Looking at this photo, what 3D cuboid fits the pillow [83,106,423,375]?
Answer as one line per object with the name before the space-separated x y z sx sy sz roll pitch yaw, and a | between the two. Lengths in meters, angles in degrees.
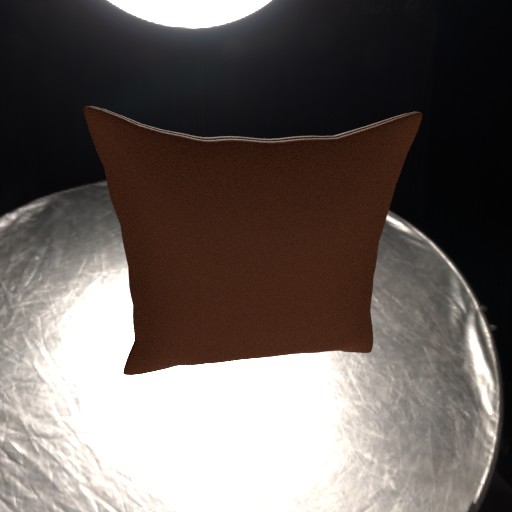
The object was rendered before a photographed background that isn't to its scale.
pillow | 0.000 0.000 0.692 0.453 0.430 0.200 -2 14 -9
